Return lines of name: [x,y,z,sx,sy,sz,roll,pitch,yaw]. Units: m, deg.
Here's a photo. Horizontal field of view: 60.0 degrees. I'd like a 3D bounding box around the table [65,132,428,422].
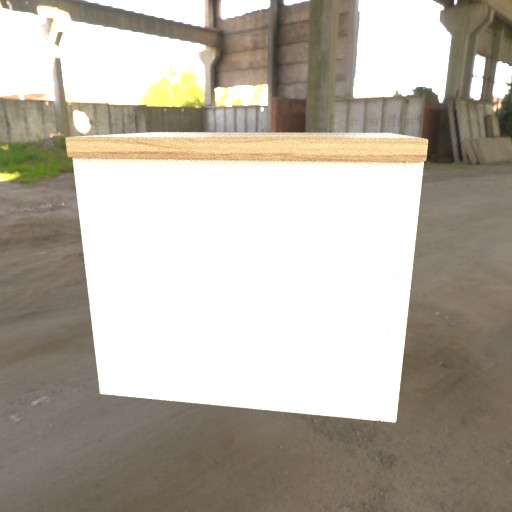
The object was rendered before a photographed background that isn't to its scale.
table: [0.000,0.000,0.832,0.500,0.440,0.360,3,17,9]
